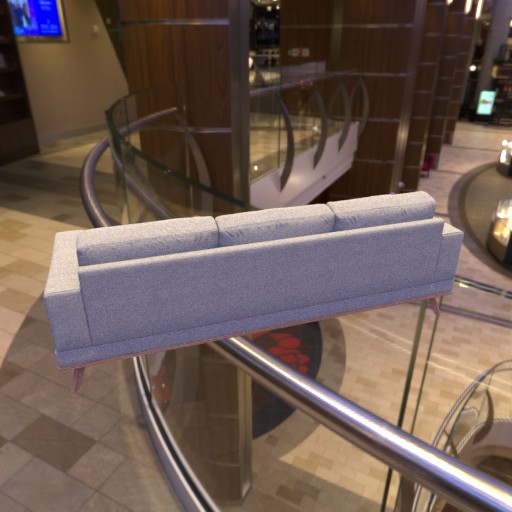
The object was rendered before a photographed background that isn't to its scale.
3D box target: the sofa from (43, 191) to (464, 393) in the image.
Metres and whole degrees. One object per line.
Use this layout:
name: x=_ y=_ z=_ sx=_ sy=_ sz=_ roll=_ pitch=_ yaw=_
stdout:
sofa: x=0.000 y=0.000 z=2.740 sx=2.310 sy=0.810 sz=0.920 roll=-8 pitch=27 yaw=-16
